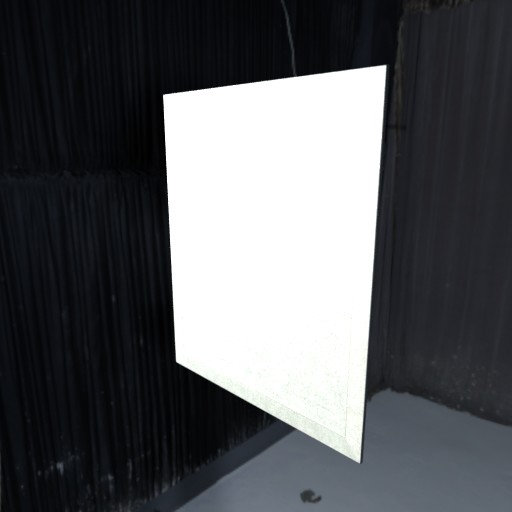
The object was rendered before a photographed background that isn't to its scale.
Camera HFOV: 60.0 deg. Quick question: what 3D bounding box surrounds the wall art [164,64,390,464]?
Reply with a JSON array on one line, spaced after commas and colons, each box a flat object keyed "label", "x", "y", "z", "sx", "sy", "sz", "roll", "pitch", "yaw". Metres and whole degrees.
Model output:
[{"label": "wall art", "x": 0.000, "y": 0.000, "z": 0.626, "sx": 0.381, "sy": 0.457, "sz": 0.023, "roll": 13, "pitch": 19, "yaw": 43}]
